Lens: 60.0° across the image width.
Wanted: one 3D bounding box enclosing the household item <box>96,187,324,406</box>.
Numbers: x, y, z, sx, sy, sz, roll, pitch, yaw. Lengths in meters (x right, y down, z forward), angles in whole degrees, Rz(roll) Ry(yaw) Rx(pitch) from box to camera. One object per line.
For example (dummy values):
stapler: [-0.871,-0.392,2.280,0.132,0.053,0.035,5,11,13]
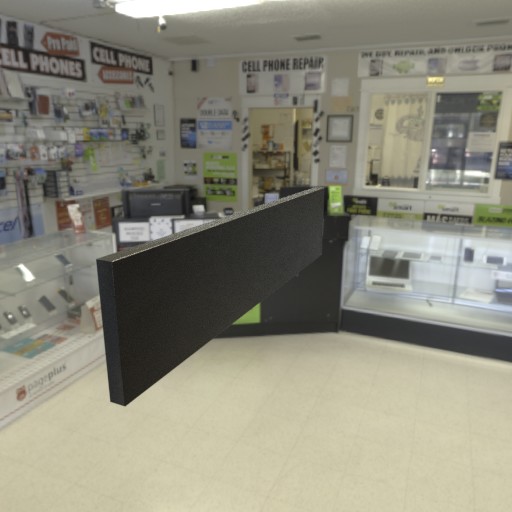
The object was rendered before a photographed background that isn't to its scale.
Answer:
household item: [0.000,0.000,1.100,0.030,0.236,1.001,7,17,25]
